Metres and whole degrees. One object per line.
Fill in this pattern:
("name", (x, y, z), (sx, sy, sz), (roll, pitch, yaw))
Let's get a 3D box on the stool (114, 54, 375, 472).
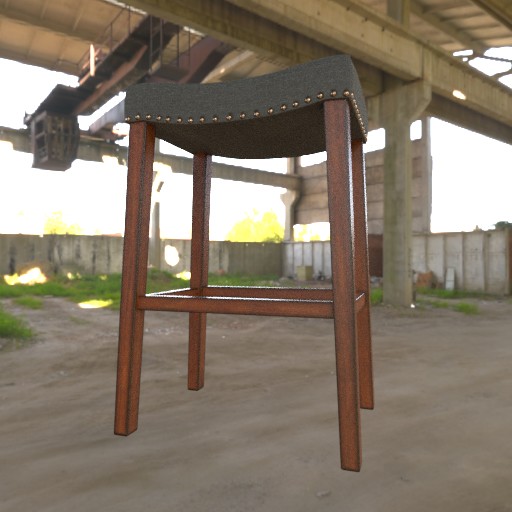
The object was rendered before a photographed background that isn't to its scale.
("stool", (0.000, 0.000, 1.016), (0.502, 0.748, 0.366), (0, 0, 19))
